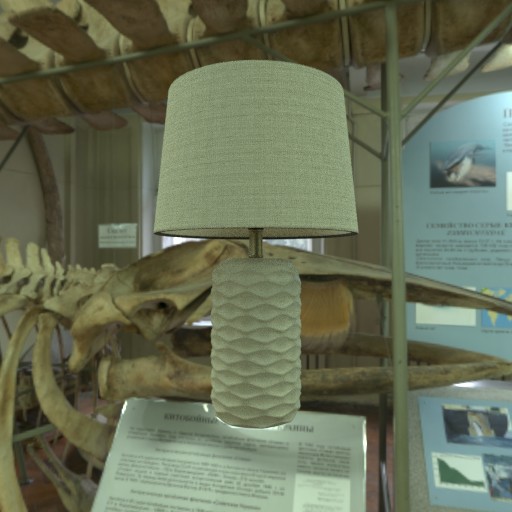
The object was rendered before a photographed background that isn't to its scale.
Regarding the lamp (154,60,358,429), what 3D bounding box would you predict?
[{"bbox_3d":[0.000,0.000,0.833,0.376,0.594,0.376,0,-1,0],"label":"lamp"}]
